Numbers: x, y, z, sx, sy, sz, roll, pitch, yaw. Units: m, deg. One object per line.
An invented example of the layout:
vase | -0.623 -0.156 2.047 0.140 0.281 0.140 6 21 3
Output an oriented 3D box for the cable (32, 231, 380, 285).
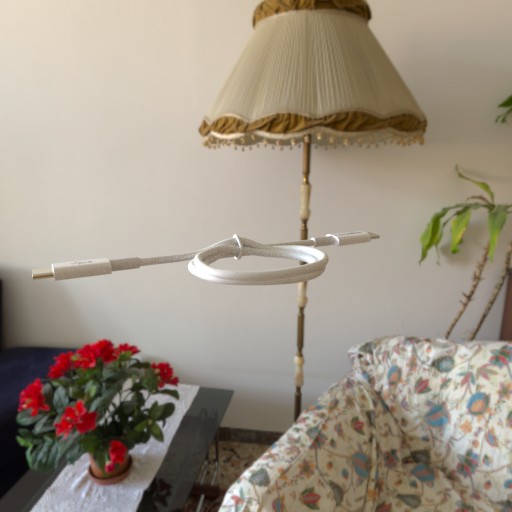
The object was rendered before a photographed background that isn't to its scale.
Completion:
cable | 0.000 0.000 0.224 0.203 0.014 0.070 -7 16 -26
